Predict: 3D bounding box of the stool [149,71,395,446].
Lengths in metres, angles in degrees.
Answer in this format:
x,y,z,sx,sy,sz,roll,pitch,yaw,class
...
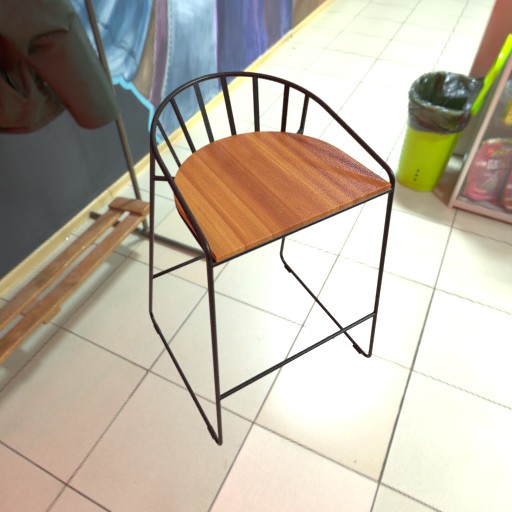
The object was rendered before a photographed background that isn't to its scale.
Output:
x,y,z,sx,sy,sz,roll,pitch,yaw,class
0.000,0.000,1.183,0.546,0.812,0.521,-23,51,-21,stool
